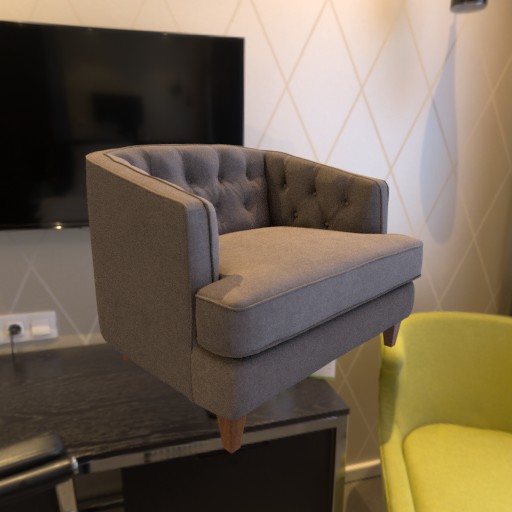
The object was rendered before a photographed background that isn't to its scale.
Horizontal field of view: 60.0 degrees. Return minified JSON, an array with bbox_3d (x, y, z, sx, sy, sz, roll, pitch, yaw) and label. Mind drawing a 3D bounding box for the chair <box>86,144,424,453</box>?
[{"bbox_3d":[0.000,0.000,1.740,0.941,0.852,1.104,13,19,42],"label":"chair"}]
